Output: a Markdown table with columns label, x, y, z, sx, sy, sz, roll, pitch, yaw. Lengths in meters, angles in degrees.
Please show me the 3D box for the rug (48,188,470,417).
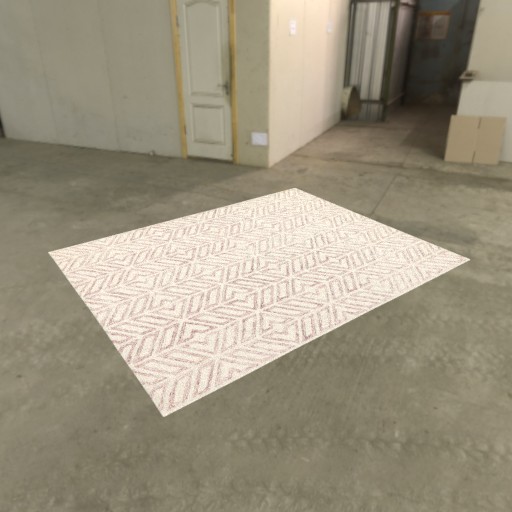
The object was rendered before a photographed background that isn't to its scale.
| label | x | y | z | sx | sy | sz | roll | pitch | yaw |
| --- | --- | --- | --- | --- | --- | --- | --- | --- | --- |
| rug | 0.000 | 0.000 | 4.081 | 3.045 | 0.008 | 2.421 | -19 | 33 | -32 |
